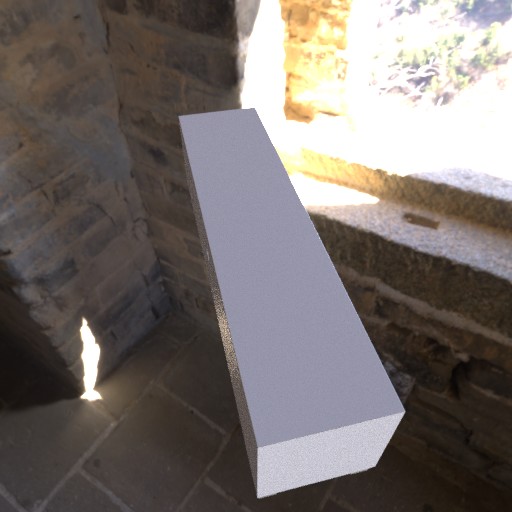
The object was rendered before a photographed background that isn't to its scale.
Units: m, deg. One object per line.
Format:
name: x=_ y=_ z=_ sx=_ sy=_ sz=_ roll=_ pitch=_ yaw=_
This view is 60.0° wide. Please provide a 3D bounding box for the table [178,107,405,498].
table: x=0.000 y=0.000 z=1.810 sx=0.390 sy=0.420 sz=1.650 roll=-10 pitch=47 yaw=-9
